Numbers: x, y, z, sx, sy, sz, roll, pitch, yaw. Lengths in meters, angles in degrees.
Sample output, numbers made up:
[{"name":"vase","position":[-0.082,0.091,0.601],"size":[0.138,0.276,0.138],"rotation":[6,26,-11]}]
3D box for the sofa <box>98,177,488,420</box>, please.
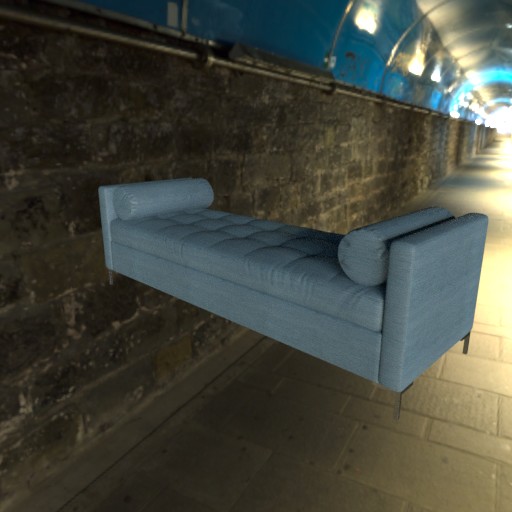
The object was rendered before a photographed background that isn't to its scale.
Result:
[{"name":"sofa","position":[0.000,0.000,2.302],"size":[1.981,0.635,0.686],"rotation":[15,22,42]}]
